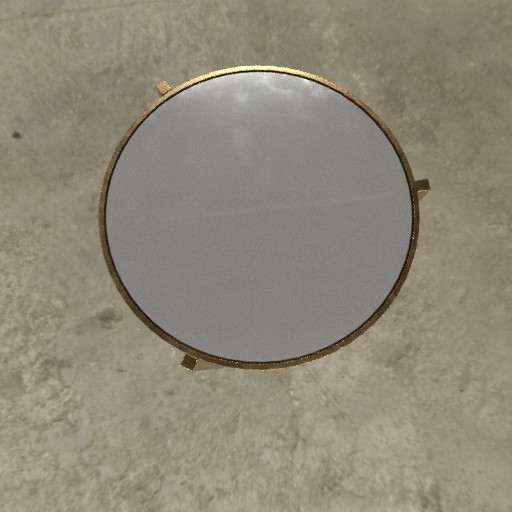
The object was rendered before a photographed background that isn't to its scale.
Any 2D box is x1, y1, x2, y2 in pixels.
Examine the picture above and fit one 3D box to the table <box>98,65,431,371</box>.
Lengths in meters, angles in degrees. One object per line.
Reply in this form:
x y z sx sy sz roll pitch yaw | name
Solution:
0.000 0.000 0.450 0.231 0.269 0.243 22 77 5 | table
